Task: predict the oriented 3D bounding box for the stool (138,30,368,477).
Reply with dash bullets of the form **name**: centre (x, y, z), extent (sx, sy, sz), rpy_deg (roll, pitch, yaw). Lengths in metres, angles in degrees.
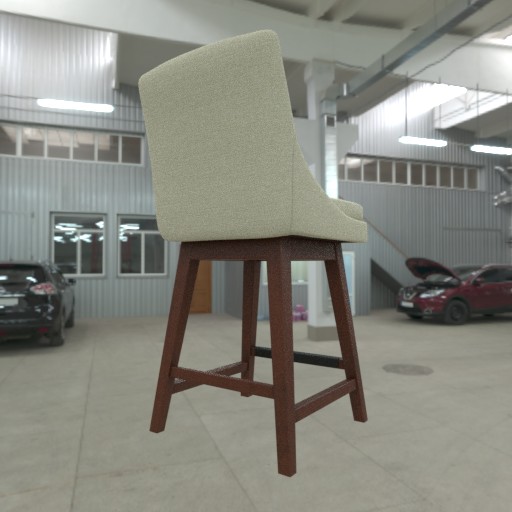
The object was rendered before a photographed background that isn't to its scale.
- **stool**: centre (0.000, 0.000, 1.279), extent (0.469, 0.991, 0.559), rpy_deg (-1, -1, 36)
